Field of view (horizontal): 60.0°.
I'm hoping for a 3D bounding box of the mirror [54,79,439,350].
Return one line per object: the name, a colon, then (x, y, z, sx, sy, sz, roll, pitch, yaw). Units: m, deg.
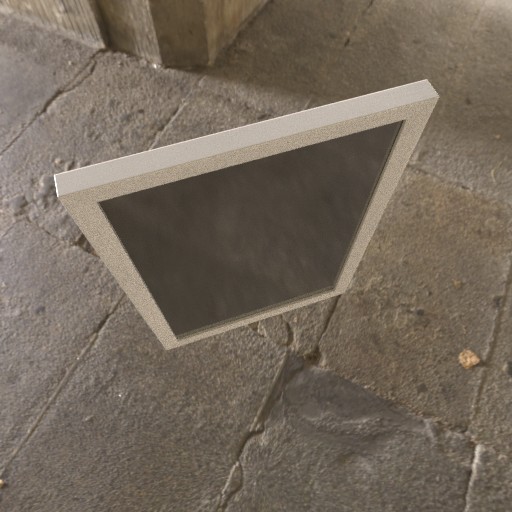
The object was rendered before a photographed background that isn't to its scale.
mirror: (0.000, 0.000, 0.885, 0.507, 0.710, 0.040, -17, 65, -8)
